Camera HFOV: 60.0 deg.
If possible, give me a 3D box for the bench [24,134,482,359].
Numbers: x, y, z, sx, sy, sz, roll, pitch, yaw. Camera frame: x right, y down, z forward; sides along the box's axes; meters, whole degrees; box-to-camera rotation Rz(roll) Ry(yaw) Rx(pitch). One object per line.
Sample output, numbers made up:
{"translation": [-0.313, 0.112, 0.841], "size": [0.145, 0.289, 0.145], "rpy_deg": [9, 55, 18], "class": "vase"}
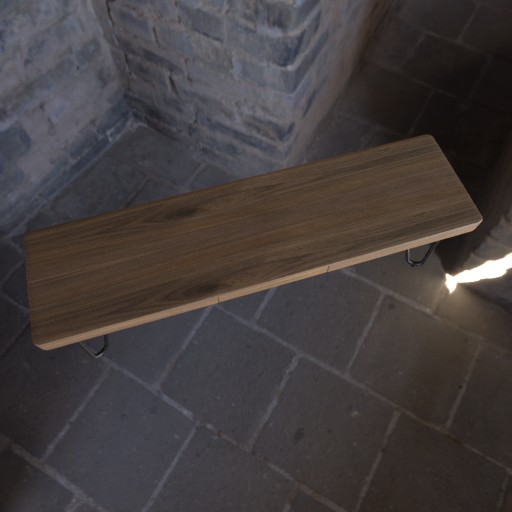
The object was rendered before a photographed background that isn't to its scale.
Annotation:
{"translation": [0.000, 0.000, 1.764], "size": [1.570, 0.462, 0.425], "rpy_deg": [-15, 65, -7], "class": "bench"}
